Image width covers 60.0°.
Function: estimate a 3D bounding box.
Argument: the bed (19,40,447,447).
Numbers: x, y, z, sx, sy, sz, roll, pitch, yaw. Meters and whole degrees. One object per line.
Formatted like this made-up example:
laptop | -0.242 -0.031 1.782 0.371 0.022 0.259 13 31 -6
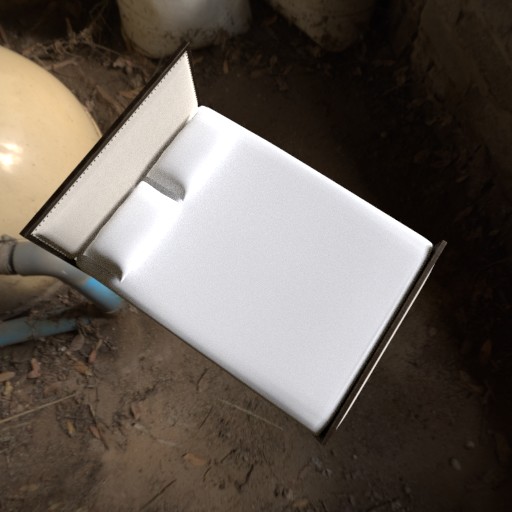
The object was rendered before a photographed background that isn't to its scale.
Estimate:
bed | 0.000 0.000 3.202 2.221 1.313 1.607 33 78 8
